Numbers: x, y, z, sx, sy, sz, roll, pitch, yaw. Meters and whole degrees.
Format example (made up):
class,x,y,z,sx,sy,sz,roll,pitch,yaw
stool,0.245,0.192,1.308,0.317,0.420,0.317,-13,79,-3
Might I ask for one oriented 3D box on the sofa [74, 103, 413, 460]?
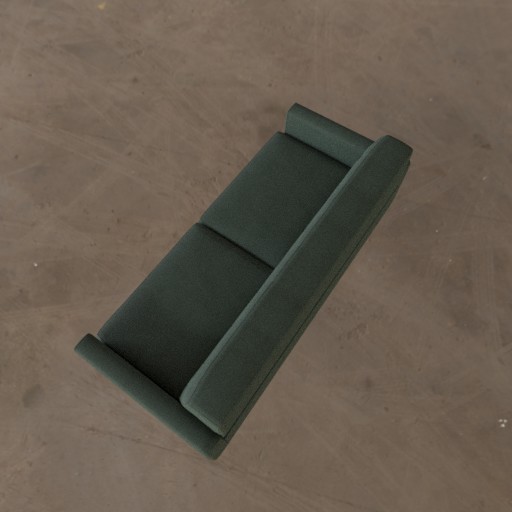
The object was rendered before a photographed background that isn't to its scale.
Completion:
class,x,y,z,sx,sy,sz,roll,pitch,yaw
sofa,0.000,0.000,2.593,0.909,0.841,2.029,32,68,15
